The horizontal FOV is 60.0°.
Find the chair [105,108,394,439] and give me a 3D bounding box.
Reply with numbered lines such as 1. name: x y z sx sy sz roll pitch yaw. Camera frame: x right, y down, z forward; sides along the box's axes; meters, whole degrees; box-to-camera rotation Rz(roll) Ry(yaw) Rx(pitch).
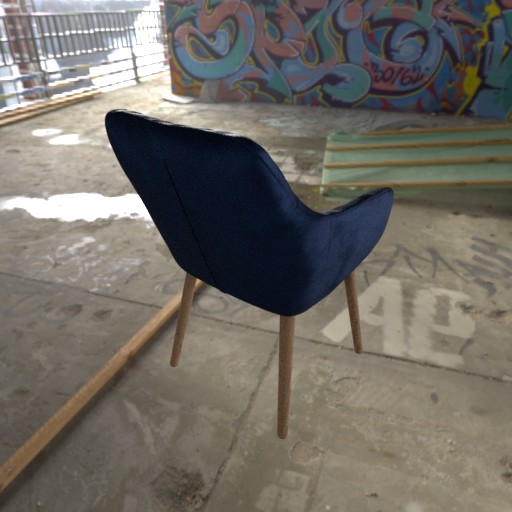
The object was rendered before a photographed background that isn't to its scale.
1. chair: 0.000 0.000 1.212 0.578 0.826 0.573 22 37 33
